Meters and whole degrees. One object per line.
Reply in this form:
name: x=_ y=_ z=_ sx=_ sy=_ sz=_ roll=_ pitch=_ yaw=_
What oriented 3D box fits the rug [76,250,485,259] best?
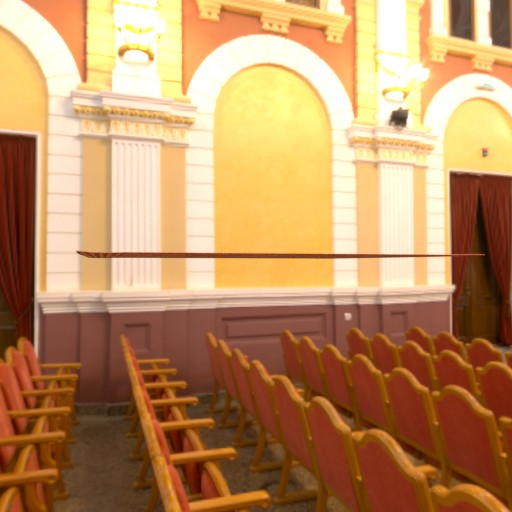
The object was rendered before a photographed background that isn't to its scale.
rug: x=0.000 y=0.000 z=4.253 sx=3.086 sy=0.030 sz=2.489 roll=0 pitch=-1 yaw=-19
